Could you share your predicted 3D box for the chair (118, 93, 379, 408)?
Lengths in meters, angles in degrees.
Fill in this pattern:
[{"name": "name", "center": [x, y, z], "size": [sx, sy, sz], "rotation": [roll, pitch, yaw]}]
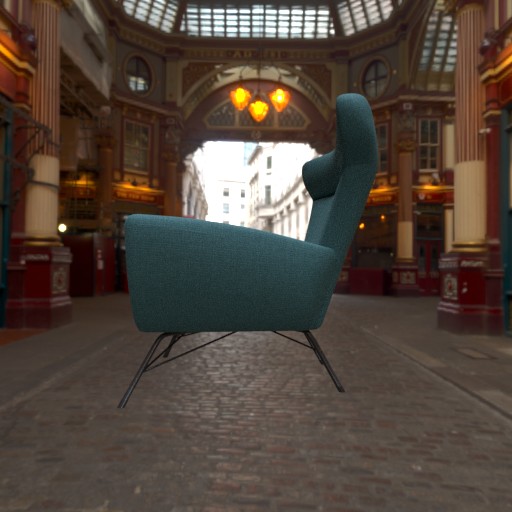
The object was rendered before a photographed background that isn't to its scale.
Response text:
[{"name": "chair", "center": [0.000, 0.000, 1.801], "size": [0.900, 0.980, 1.050], "rotation": [0, -1, -1]}]
